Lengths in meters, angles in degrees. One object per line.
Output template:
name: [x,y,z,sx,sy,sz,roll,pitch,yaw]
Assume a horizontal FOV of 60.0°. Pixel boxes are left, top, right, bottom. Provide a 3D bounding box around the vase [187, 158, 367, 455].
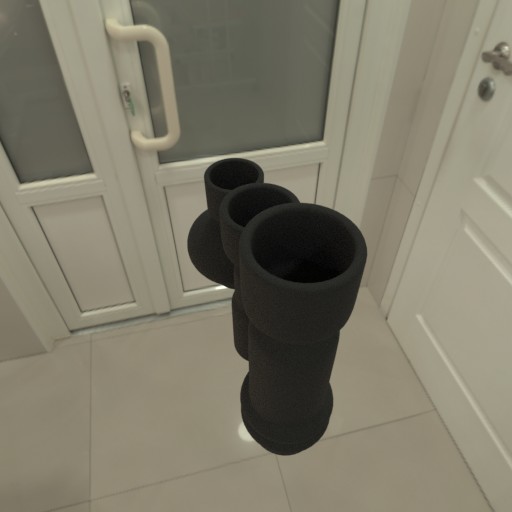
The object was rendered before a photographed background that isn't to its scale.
vase: [0.000,0.000,0.424,0.120,0.249,0.307,-10,47,-10]
